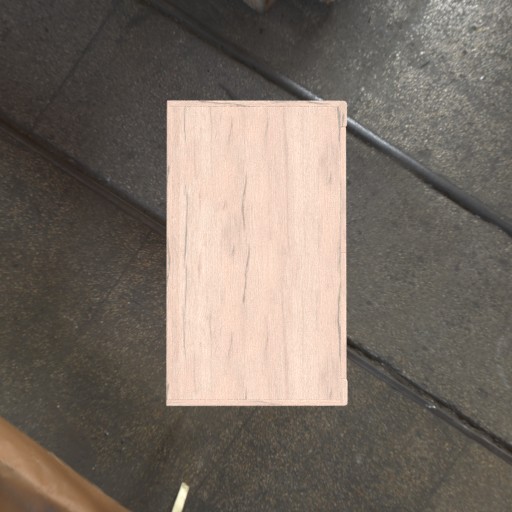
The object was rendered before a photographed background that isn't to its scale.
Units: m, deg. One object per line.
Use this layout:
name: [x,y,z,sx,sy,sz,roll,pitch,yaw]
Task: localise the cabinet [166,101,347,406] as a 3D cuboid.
cabinet: [0.000,0.000,2.388,0.580,1.930,0.980,0,89,0]
